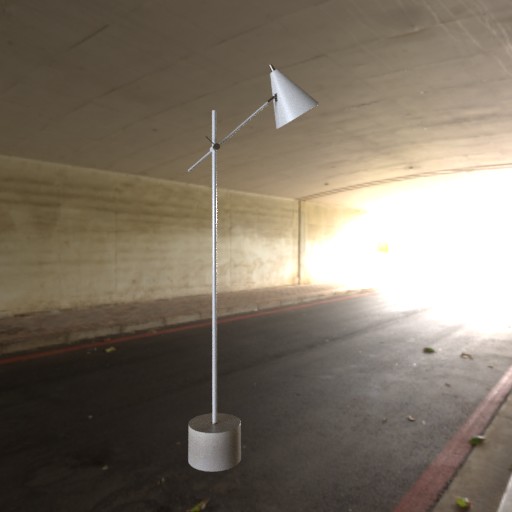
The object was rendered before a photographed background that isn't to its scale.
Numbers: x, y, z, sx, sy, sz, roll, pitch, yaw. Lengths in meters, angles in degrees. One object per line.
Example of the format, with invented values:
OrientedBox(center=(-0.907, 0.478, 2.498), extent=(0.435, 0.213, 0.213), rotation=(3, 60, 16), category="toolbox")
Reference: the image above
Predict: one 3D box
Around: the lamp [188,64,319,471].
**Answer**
OrientedBox(center=(0.000, 0.000, 1.629), extent=(0.508, 1.430, 0.223), rotation=(0, 1, -20), category="lamp")
